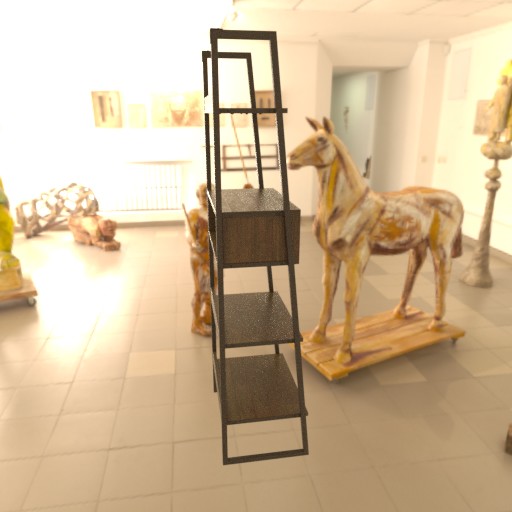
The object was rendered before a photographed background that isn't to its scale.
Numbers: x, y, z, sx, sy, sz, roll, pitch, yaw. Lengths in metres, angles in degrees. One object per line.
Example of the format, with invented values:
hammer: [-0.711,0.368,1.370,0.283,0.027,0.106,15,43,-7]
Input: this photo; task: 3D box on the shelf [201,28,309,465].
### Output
shelf: [0.000,0.000,2.284,0.454,2.005,0.652,-3,18,-9]
